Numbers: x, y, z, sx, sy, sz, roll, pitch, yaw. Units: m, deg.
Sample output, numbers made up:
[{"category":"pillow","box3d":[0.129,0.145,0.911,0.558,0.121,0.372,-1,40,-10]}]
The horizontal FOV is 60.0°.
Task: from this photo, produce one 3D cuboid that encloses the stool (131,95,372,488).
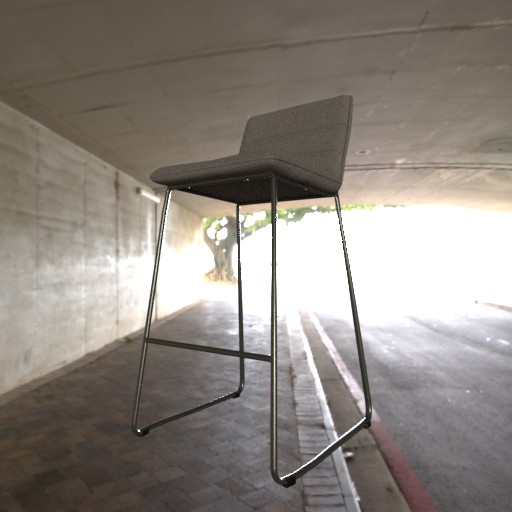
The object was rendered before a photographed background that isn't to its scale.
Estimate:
[{"category":"stool","box3d":[0.000,0.000,1.225,0.490,0.960,0.490,-1,-1,36]}]
